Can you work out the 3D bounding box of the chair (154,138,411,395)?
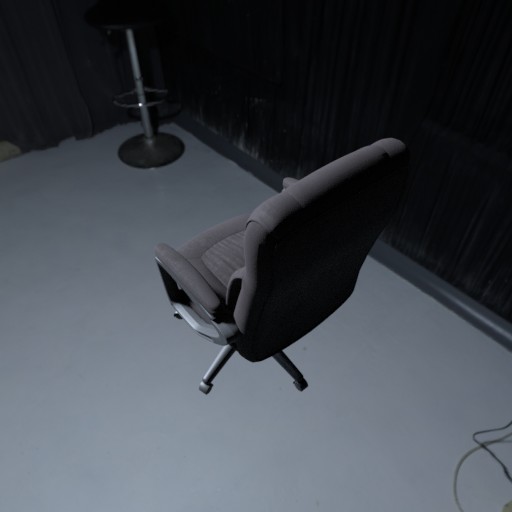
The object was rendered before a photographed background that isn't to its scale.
[{"bbox_3d":[0.000,0.000,1.585,0.667,1.105,0.724,-31,54,-26],"label":"chair"}]
